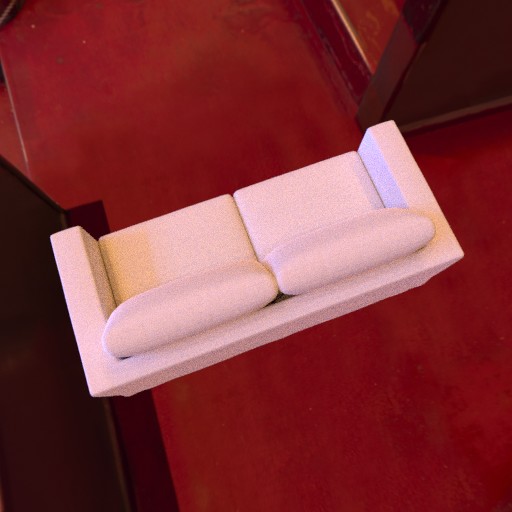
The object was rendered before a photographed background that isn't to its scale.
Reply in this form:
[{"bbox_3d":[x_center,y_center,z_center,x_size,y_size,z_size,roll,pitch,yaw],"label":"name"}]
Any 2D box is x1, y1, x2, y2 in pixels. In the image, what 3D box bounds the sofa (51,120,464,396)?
[{"bbox_3d":[0.000,0.000,2.671,2.163,0.881,0.954,-20,75,-6],"label":"sofa"}]
